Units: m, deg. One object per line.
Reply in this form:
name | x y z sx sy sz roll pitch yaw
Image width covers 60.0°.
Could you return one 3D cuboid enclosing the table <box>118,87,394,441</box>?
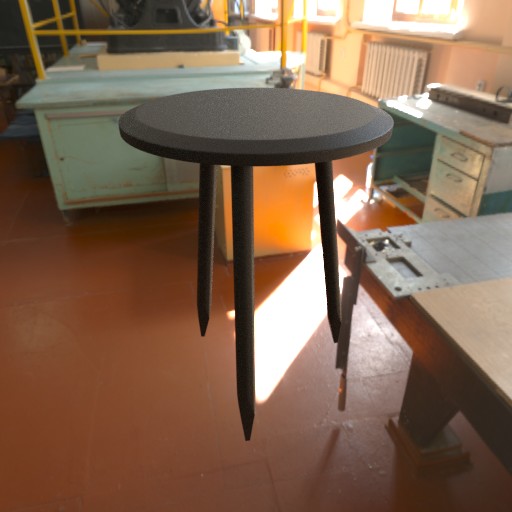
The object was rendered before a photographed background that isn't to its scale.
table | 0.000 0.000 0.904 0.457 0.585 0.457 0 30 0
